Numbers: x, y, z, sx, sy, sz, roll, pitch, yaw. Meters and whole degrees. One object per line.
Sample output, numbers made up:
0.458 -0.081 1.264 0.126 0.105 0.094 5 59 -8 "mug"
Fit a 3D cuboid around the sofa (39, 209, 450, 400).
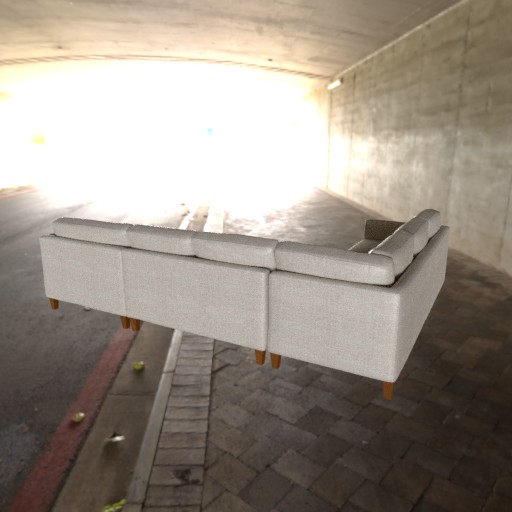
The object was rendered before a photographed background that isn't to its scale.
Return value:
0.000 0.000 4.620 3.460 0.961 2.594 8 16 28 "sofa"
